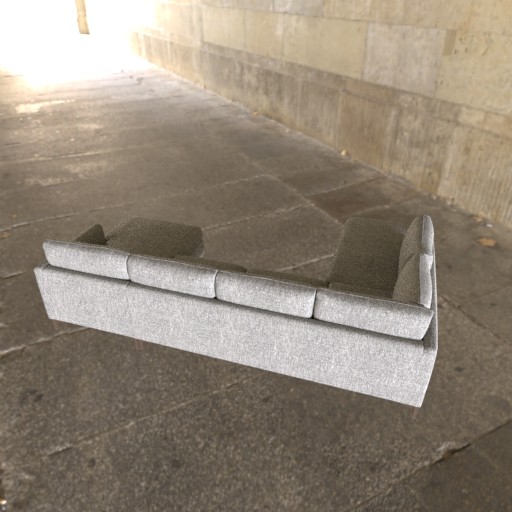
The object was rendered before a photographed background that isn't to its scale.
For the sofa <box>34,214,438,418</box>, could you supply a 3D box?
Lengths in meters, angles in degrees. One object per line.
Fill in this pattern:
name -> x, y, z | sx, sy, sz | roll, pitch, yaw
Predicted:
sofa -> 0.000, 0.000, 3.598 | 2.737, 0.756, 1.879 | 10, 33, 15
